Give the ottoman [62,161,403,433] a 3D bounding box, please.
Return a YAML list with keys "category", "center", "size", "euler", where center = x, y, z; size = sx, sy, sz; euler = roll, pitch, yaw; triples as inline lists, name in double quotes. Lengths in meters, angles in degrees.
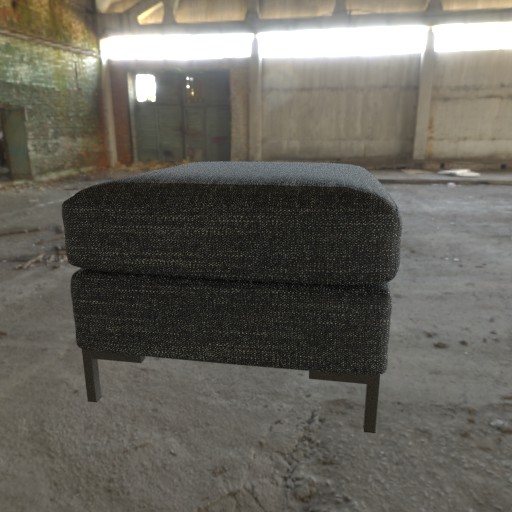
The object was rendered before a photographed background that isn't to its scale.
- category: "ottoman"
  center: [0.000, 0.000, 1.226]
  size: [0.667, 0.491, 0.814]
  euler: [3, 16, 10]
